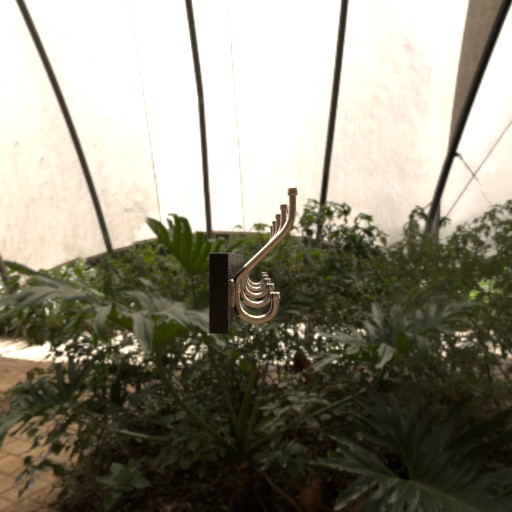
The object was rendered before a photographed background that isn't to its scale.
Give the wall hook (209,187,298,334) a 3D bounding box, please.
[{"bbox_3d":[0.000,0.000,0.613,0.071,0.117,0.571,0,0,0],"label":"wall hook"}]
